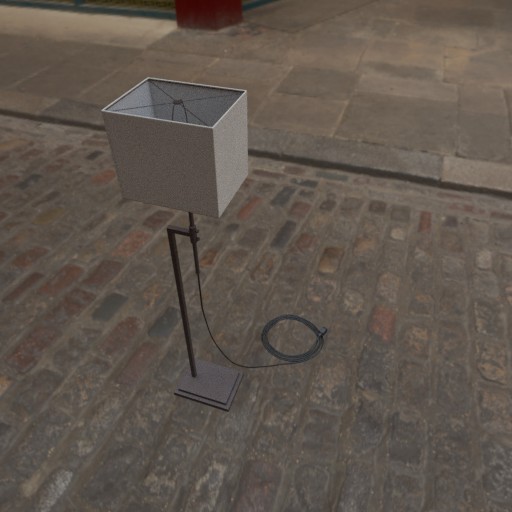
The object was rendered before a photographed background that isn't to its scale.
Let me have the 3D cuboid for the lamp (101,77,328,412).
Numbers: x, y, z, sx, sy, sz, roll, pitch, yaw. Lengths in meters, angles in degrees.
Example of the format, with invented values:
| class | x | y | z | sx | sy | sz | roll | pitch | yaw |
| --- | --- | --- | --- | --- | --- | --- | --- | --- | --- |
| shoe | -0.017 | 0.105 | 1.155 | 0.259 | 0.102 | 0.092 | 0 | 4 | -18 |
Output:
| class | x | y | z | sx | sy | sz | roll | pitch | yaw |
| --- | --- | --- | --- | --- | --- | --- | --- | --- | --- |
| lamp | 0.000 | 0.000 | 2.021 | 0.698 | 1.600 | 0.774 | 13 | 43 | 14 |
